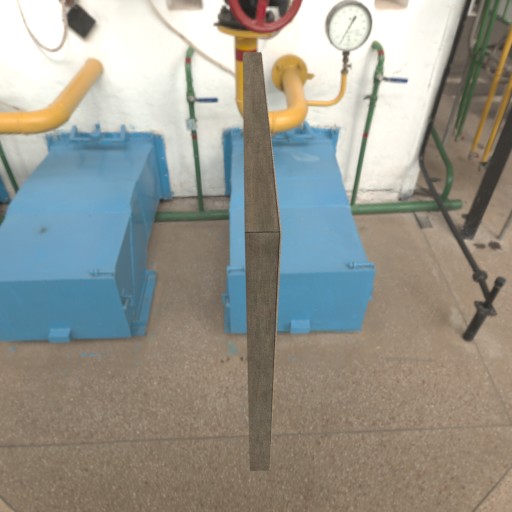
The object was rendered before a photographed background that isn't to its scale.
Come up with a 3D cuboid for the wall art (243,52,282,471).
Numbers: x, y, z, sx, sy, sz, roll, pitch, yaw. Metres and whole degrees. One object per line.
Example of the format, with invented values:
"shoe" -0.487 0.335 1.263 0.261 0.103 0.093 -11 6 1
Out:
"wall art" 0.000 0.000 1.121 0.050 0.751 0.749 -1 42 -1
